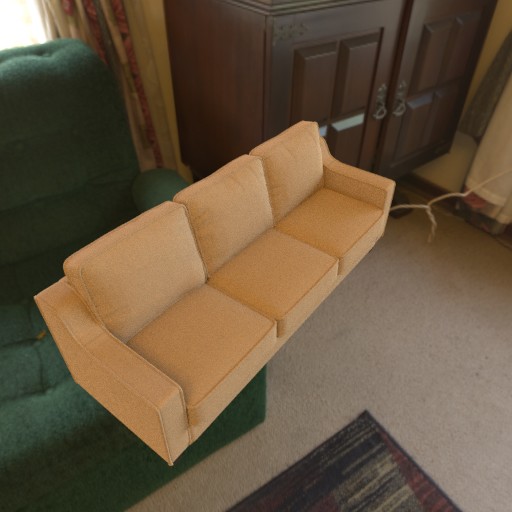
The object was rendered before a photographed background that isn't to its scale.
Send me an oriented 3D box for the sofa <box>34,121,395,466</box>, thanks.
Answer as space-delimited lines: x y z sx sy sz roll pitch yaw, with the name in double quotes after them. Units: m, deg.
0.000 0.000 2.547 0.791 0.902 2.131 26 47 28 "sofa"
